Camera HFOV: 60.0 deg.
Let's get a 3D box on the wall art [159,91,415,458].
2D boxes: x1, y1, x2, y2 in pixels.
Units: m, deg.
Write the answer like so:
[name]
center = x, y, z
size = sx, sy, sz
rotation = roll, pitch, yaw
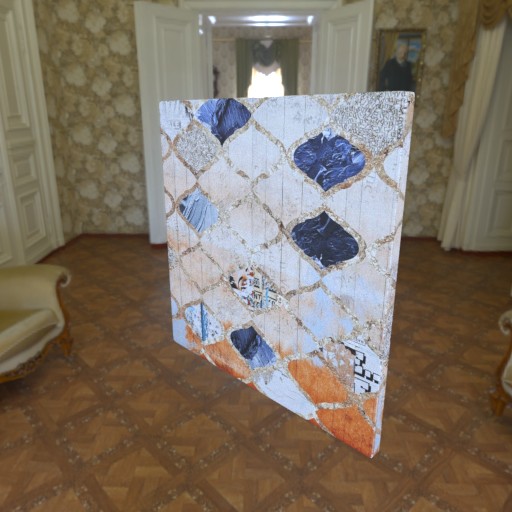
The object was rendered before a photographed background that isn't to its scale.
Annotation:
[wall art]
center = 0.000, 0.000, 1.356
size = 0.039, 0.914, 0.912
rotation = -16, 24, -42
